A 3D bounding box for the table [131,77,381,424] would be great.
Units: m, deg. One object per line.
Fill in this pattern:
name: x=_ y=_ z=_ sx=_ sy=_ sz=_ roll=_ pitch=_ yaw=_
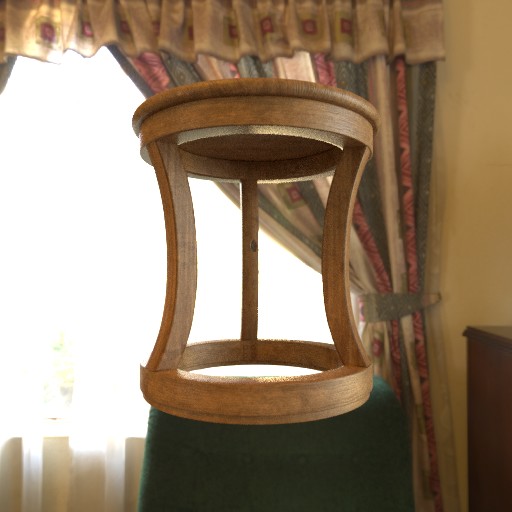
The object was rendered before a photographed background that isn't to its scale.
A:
table: x=0.000 y=0.000 z=0.789 sx=0.432 sy=0.460 sz=0.432 roll=0 pitch=-2 yaw=0
